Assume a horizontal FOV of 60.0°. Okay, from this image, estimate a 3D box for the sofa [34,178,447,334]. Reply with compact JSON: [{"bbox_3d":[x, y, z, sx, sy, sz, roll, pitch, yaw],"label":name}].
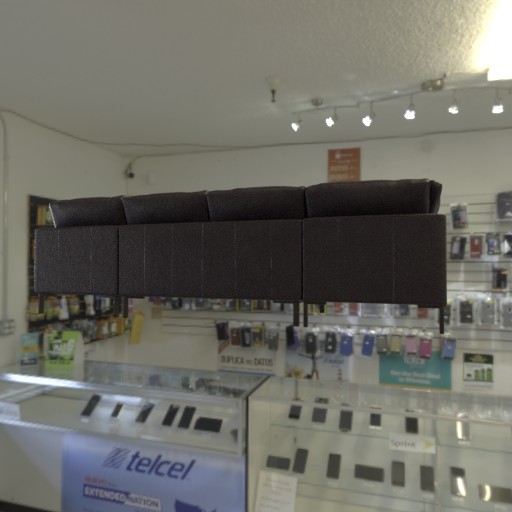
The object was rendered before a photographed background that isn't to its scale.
[{"bbox_3d":[0.000,0.000,3.813,2.956,0.900,1.939,0,-1,20],"label":"sofa"}]
